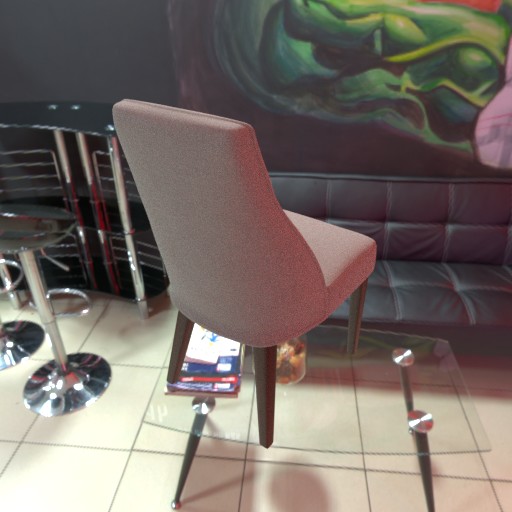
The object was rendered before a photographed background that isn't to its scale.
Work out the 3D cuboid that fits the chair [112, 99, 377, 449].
[{"bbox_3d":[0.000,0.000,1.293,0.500,0.930,0.620,22,37,32],"label":"chair"}]
